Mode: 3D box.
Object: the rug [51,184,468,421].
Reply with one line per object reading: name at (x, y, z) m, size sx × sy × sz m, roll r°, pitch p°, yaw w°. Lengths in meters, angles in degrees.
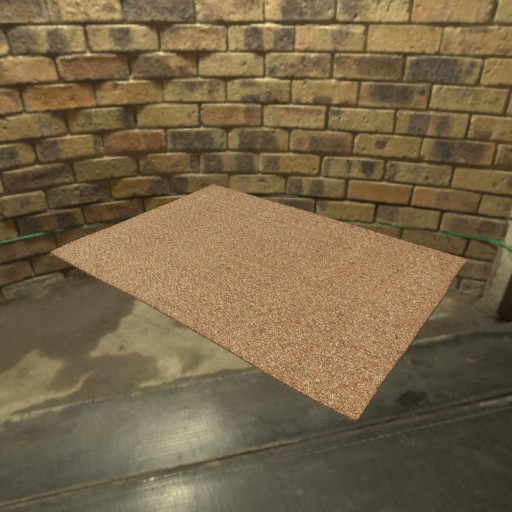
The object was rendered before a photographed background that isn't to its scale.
rug at (0.000, 0.000, 2.759) m, size 2.141 × 0.013 × 1.566 m, roll 21°, pitch 35°, yaw 32°
